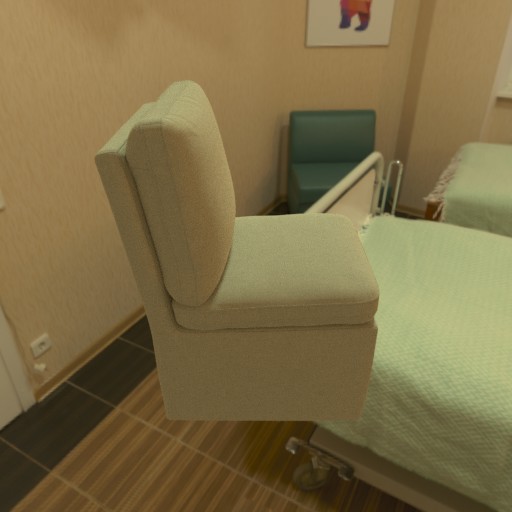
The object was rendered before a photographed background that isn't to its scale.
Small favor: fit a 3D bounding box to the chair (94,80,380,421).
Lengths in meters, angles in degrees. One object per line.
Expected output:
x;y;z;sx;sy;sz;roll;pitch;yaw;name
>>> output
0.000;0.000;1.340;0.698;0.927;0.503;0;31;0;chair
